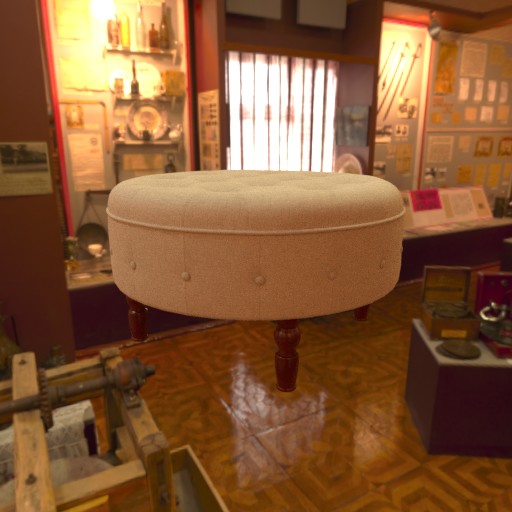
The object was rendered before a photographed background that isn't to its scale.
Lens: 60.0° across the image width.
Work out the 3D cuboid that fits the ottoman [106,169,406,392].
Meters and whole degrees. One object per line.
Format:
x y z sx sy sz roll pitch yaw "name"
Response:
0.000 0.000 1.362 0.849 0.478 0.849 0 15 0 "ottoman"
